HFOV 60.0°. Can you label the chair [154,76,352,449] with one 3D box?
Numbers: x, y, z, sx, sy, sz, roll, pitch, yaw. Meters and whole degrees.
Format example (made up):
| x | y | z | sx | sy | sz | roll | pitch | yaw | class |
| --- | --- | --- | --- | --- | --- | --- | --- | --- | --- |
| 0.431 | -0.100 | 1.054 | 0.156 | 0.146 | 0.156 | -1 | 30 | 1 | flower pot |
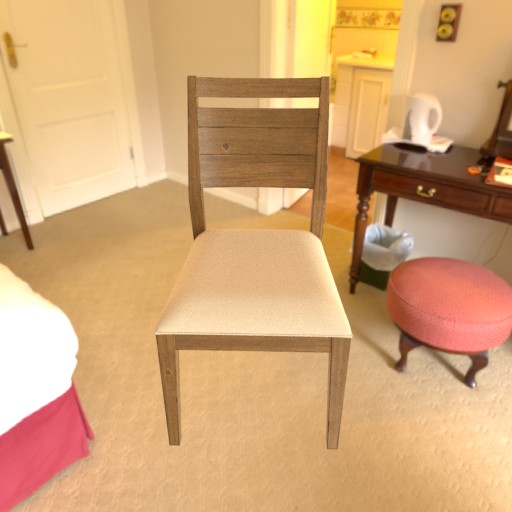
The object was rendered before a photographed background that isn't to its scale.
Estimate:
| x | y | z | sx | sy | sz | roll | pitch | yaw | class |
| --- | --- | --- | --- | --- | --- | --- | --- | --- | --- |
| 0.000 | 0.000 | 1.327 | 0.497 | 0.939 | 0.610 | 1 | 30 | 1 | chair |
